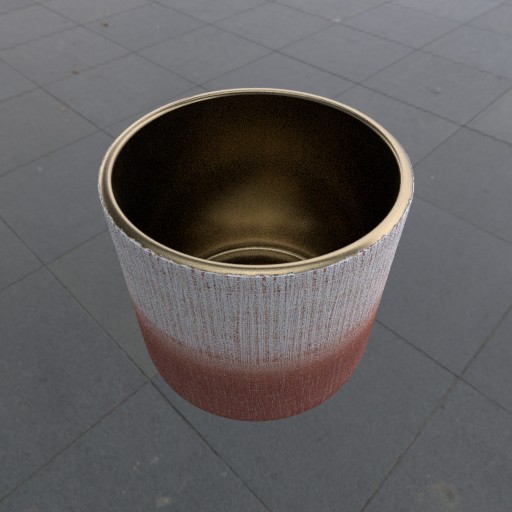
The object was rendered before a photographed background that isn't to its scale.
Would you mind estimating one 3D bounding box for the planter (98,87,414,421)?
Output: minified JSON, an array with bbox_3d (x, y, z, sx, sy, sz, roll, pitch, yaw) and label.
[{"bbox_3d":[0.000,0.000,0.383,0.221,0.201,0.221,0,47,0],"label":"planter"}]
